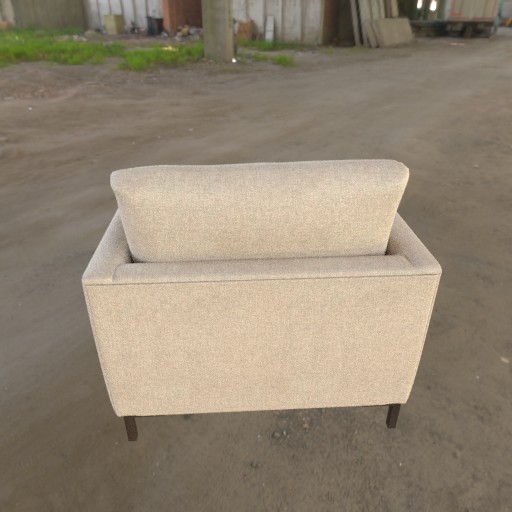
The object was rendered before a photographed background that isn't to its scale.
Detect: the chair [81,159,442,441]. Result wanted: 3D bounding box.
[{"bbox_3d":[0.000,0.000,1.593,0.963,0.861,0.866,-2,30,-3],"label":"chair"}]
